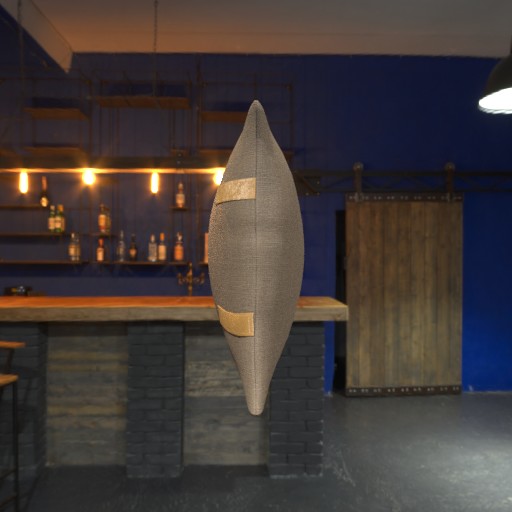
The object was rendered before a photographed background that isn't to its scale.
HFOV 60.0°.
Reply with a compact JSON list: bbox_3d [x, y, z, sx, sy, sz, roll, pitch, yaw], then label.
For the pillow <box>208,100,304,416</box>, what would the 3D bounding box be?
[{"bbox_3d":[0.000,0.000,0.730,0.148,0.308,0.612,0,1,0],"label":"pillow"}]
